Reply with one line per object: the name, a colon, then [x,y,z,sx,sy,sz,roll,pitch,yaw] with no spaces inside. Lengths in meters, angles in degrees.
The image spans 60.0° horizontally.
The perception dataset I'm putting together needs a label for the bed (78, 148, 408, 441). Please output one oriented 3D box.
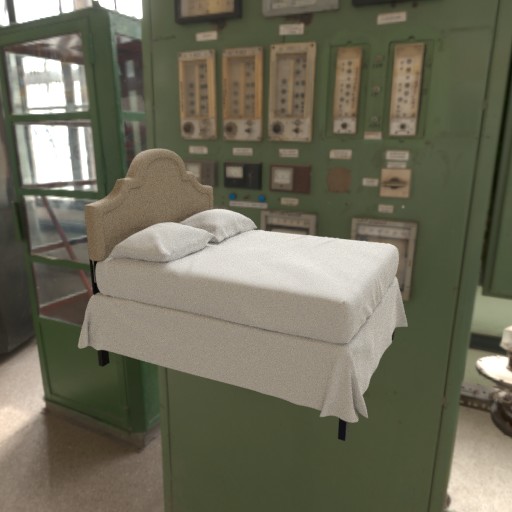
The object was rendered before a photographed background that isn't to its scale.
bed: [0.000,0.000,3.519,2.222,1.634,1.780,8,17,26]
